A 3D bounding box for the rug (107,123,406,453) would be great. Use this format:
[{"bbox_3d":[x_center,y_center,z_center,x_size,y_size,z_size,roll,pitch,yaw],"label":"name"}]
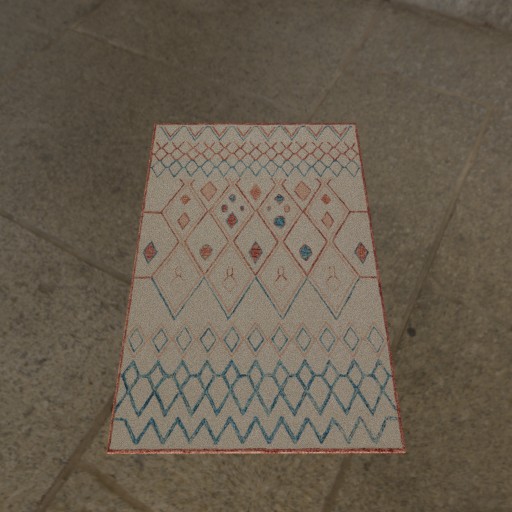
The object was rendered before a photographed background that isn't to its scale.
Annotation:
[{"bbox_3d":[0.000,0.000,2.242,1.219,0.016,1.829,0,61,0],"label":"rug"}]
